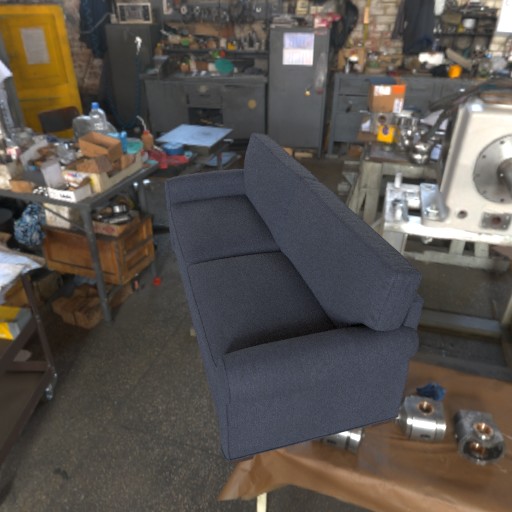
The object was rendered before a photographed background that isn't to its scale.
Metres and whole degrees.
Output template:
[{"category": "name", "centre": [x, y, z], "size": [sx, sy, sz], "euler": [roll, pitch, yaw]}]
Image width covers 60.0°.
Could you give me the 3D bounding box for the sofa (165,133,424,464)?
[{"category": "sofa", "centre": [0.000, 0.000, 2.905], "size": [0.954, 1.026, 2.391], "euler": [-8, 32, -14]}]
